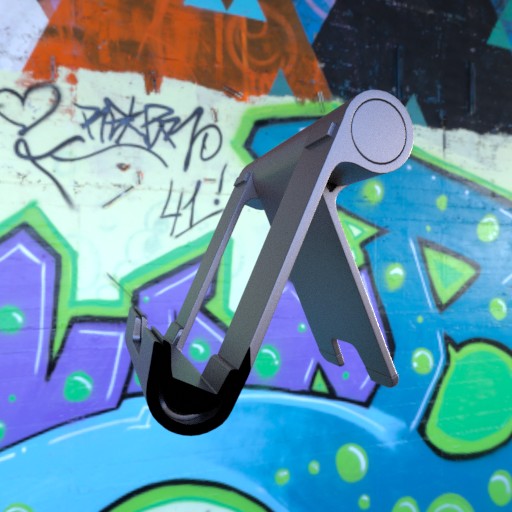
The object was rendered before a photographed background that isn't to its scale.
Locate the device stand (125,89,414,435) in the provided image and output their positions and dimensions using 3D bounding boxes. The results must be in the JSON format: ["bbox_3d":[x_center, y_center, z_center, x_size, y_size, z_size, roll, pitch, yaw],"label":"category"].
[{"bbox_3d":[0.000,0.000,0.148,0.079,0.084,0.088,0,-1,-20],"label":"device stand"}]
